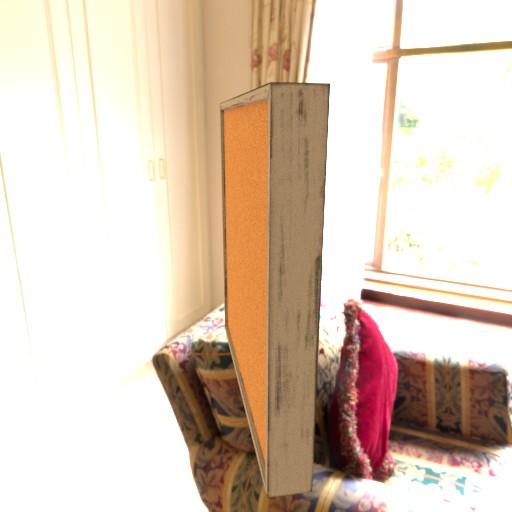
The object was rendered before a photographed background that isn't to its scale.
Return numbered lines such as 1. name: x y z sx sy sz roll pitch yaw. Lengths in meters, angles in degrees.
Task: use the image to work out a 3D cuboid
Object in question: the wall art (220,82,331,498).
1. wall art: 0.000 0.000 0.448 0.036 0.303 0.303 -3 17 -10
